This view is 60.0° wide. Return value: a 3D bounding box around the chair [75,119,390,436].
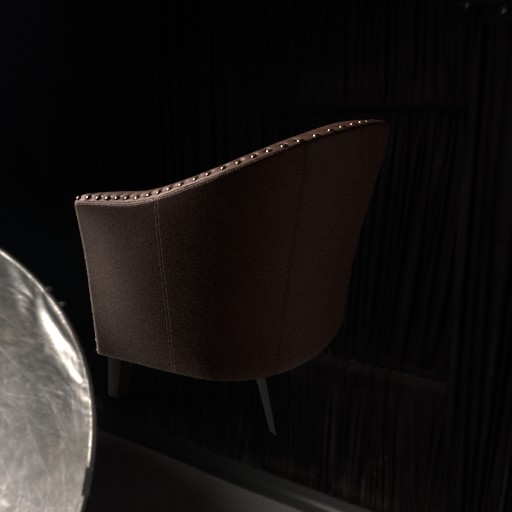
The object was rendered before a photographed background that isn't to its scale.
[{"bbox_3d":[0.000,0.000,1.411,0.748,0.823,0.794,8,18,25],"label":"chair"}]
